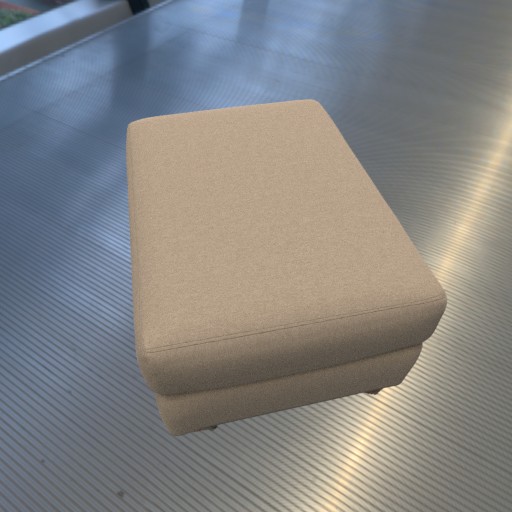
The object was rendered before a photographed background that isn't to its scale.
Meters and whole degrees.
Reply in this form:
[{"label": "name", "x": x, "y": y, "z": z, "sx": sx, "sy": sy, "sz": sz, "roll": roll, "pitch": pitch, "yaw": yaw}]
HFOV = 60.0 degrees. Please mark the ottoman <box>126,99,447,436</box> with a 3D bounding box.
[{"label": "ottoman", "x": 0.000, "y": 0.000, "z": 1.138, "sx": 0.574, "sy": 0.497, "sz": 0.773, "roll": -9, "pitch": 47, "yaw": -9}]
